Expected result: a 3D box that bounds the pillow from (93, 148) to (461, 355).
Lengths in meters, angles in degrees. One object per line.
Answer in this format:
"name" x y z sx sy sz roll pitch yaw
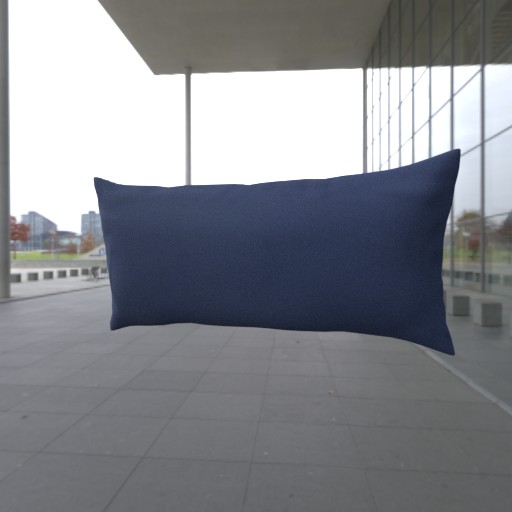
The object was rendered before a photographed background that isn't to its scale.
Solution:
"pillow" 0.000 0.000 0.729 0.608 0.292 0.156 0 0 19
